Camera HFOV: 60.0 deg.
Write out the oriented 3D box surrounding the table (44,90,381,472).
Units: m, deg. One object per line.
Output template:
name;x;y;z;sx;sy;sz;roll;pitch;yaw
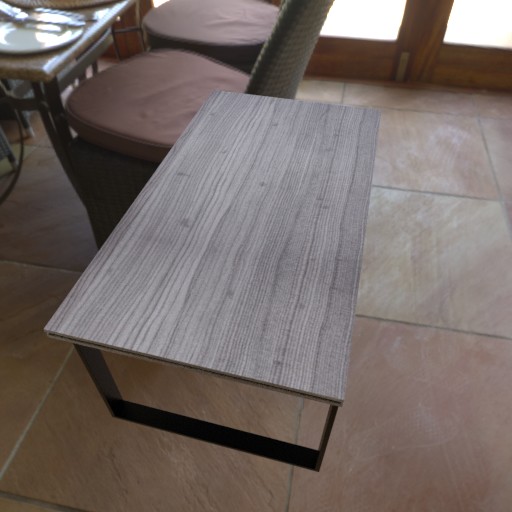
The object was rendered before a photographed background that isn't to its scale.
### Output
table;0.000;0.000;2.020;0.881;0.736;1.579;11;47;10
